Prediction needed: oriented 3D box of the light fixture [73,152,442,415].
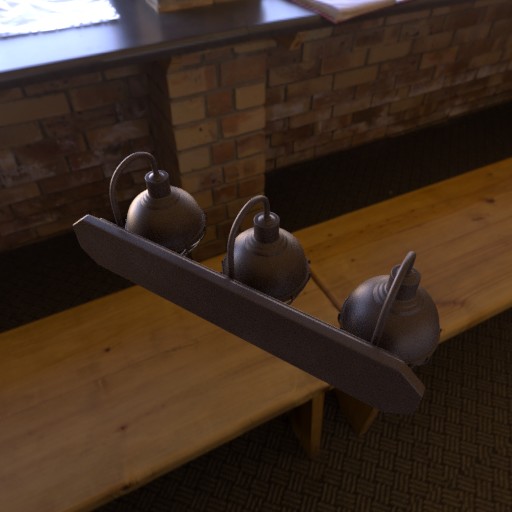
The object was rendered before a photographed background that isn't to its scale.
[{"bbox_3d":[0.000,0.000,0.754,0.634,0.254,0.229,23,50,22],"label":"light fixture"}]
